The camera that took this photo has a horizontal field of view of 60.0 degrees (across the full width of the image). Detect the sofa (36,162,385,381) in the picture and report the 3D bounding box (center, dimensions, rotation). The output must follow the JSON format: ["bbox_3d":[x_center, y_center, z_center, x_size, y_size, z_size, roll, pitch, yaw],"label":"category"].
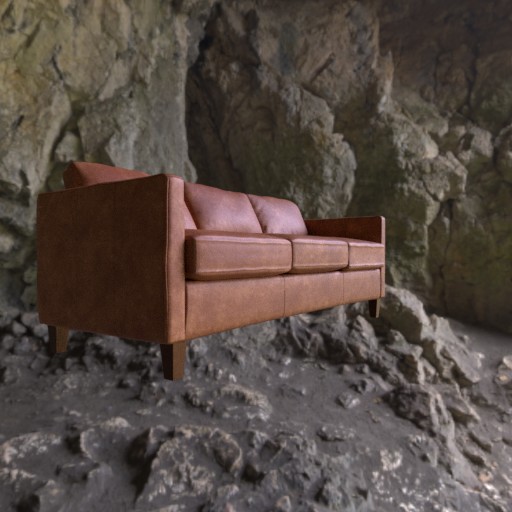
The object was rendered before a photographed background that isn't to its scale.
[{"bbox_3d":[0.000,0.000,2.962,1.045,1.006,2.464,0,0,36],"label":"sofa"}]
